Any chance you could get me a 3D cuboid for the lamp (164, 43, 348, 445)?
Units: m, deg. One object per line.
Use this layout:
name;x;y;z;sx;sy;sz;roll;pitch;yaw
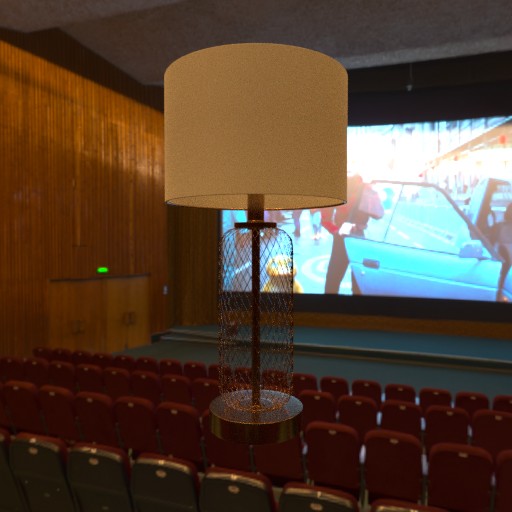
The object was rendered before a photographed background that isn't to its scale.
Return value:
lamp;0.000;0.000;0.628;0.252;0.483;0.252;1;2;19
